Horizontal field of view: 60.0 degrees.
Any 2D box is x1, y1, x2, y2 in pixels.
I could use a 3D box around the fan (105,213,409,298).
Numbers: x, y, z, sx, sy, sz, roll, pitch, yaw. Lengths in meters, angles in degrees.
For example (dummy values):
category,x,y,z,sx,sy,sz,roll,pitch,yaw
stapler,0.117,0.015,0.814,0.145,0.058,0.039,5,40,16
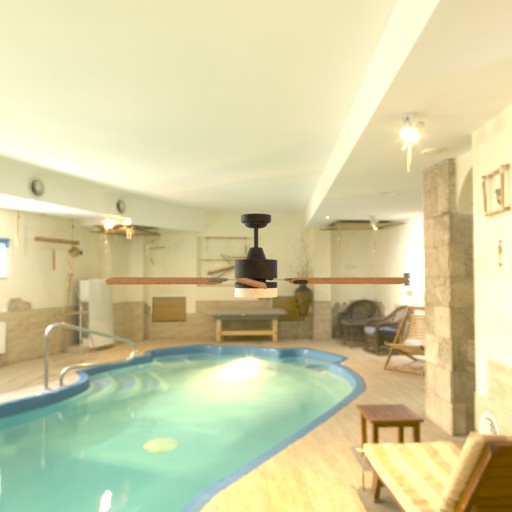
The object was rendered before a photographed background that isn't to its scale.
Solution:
category,x,y,z,sx,sy,sz,roll,pitch,yaw
fan,0.000,0.000,1.937,1.320,0.355,1.320,0,-2,1
